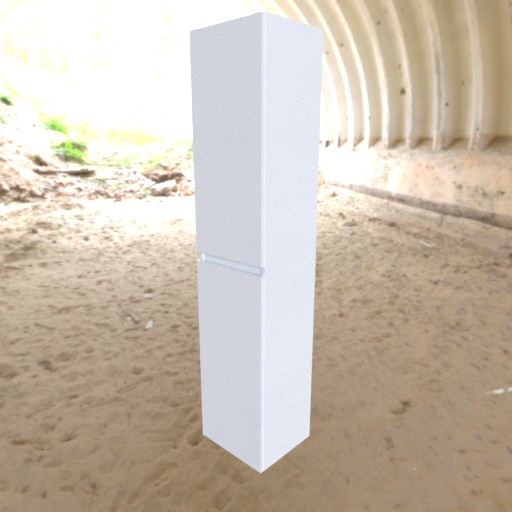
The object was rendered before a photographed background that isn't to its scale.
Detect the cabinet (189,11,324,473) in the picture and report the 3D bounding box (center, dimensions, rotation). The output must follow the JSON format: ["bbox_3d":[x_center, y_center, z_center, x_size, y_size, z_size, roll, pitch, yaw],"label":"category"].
[{"bbox_3d":[0.000,0.000,1.503,0.300,1.400,0.270,13,20,42],"label":"cabinet"}]
